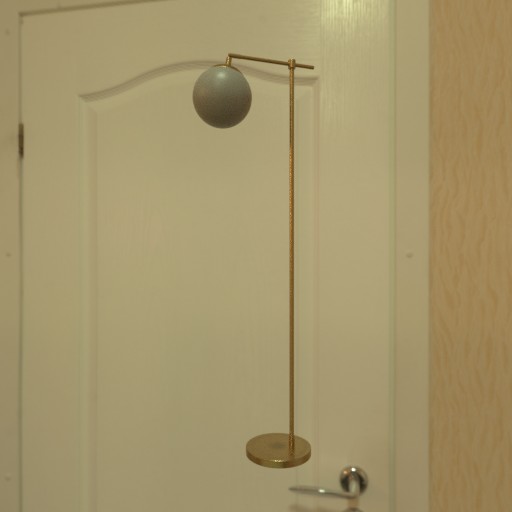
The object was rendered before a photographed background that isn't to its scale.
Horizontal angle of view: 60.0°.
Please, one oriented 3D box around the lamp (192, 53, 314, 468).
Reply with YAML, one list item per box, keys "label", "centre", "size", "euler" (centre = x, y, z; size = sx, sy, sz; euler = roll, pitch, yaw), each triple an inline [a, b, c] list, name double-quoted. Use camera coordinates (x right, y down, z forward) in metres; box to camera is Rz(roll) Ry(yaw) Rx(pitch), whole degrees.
- label: "lamp"
  centre: [0.000, 0.000, 1.662]
  size: [0.476, 1.505, 0.249]
  euler: [0, 0, -19]
